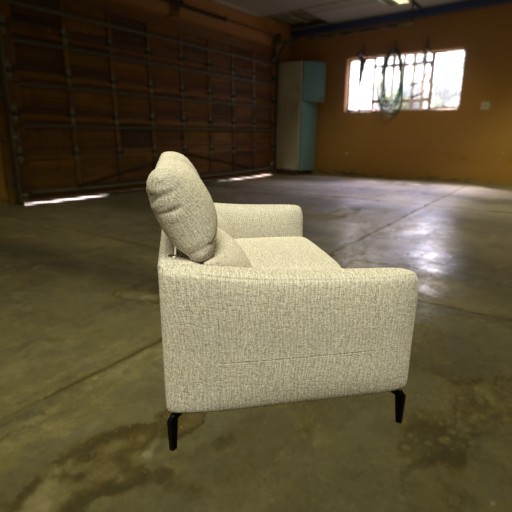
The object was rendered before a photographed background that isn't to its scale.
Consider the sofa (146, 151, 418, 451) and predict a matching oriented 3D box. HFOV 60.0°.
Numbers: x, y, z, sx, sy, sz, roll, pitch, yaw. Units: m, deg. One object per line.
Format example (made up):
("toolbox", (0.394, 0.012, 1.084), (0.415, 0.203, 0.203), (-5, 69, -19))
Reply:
("sofa", (0.000, 0.000, 2.118), (0.905, 0.950, 1.540), (-3, 16, -10))
